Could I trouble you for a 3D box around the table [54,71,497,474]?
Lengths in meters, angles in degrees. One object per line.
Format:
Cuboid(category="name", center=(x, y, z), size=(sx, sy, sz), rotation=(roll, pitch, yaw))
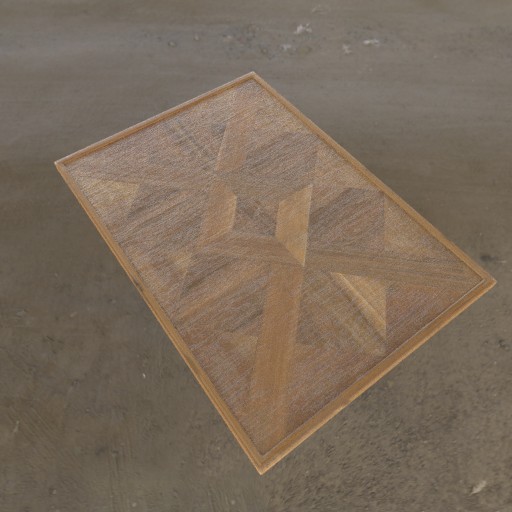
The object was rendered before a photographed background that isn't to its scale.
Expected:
Cuboid(category="table", center=(0.000, 0.000, 1.653), size=(0.877, 0.492, 1.238), rotation=(-32, 63, -18))
